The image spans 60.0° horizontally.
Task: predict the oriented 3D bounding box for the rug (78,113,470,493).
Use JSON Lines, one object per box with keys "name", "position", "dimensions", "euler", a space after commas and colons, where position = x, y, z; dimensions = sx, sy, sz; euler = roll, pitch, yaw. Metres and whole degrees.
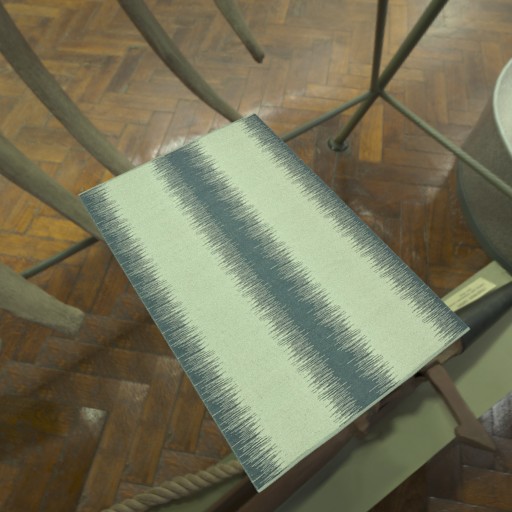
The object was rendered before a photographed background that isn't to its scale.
{"name": "rug", "position": [0.000, 0.000, 2.343], "dimensions": [1.234, 0.006, 1.854], "euler": [-30, 63, -17]}
